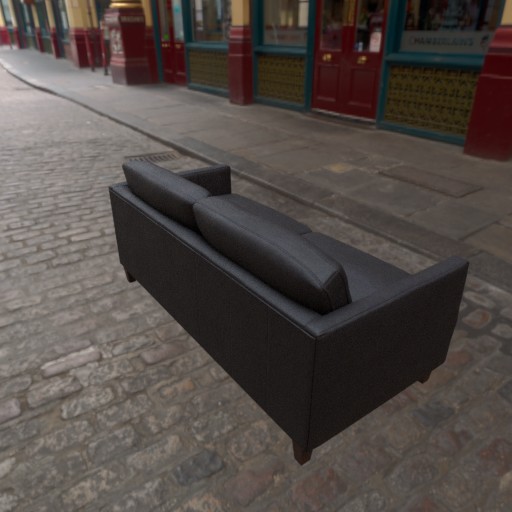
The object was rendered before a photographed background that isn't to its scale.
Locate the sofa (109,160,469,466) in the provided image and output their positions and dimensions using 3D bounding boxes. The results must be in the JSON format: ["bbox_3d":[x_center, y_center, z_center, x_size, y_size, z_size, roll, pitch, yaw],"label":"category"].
[{"bbox_3d":[0.000,0.000,2.466,0.933,0.863,1.971,-18,32,-32],"label":"sofa"}]
